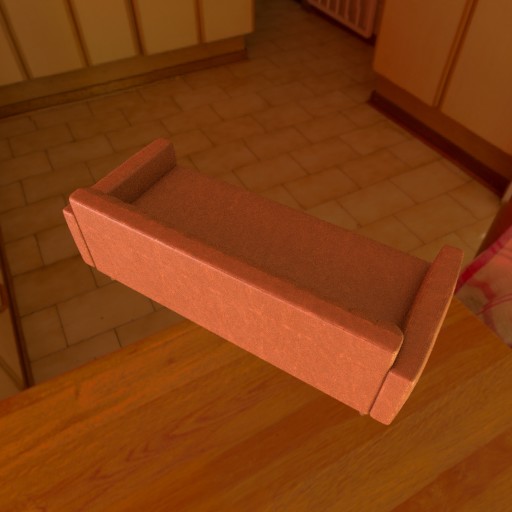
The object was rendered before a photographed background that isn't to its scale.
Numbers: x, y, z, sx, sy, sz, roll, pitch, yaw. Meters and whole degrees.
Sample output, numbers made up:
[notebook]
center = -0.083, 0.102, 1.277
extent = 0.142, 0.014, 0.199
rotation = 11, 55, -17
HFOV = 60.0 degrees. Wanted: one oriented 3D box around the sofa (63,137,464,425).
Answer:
[sofa]
center = 0.000, 0.000, 2.808
extent = 2.291, 0.821, 0.990
rotation = 24, 52, 20
